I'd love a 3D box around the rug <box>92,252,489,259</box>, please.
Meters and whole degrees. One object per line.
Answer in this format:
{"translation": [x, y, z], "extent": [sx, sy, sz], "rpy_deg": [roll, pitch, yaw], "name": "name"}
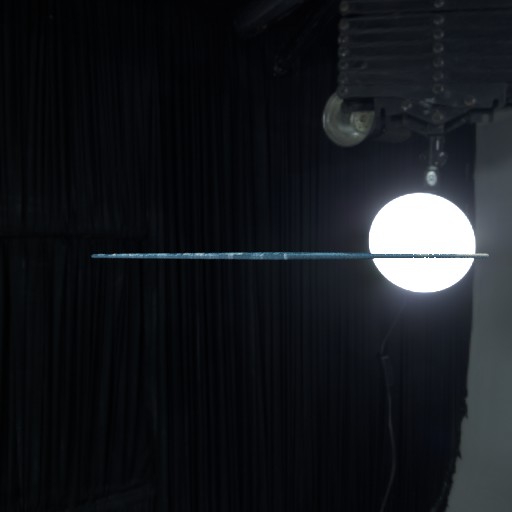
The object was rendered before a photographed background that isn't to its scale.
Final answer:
{"translation": [0.000, 0.000, 3.045], "extent": [1.540, 0.027, 2.450], "rpy_deg": [0, 0, -36], "name": "rug"}
